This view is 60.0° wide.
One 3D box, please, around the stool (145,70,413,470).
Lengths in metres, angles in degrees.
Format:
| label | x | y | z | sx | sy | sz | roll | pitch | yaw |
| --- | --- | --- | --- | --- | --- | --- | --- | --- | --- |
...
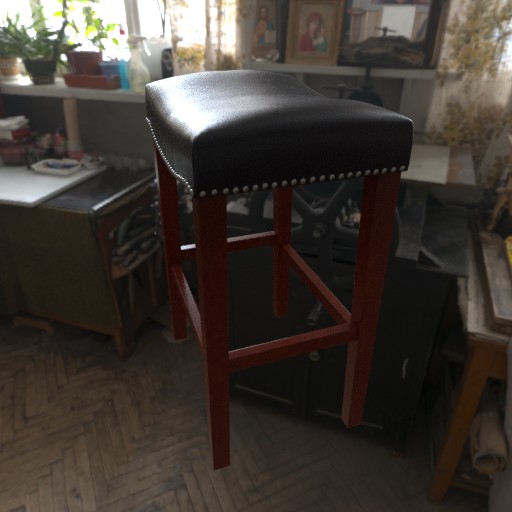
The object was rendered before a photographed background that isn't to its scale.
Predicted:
| label | x | y | z | sx | sy | sz | roll | pitch | yaw |
| --- | --- | --- | --- | --- | --- | --- | --- | --- | --- |
| stool | 0.000 | 0.000 | 1.017 | 0.372 | 0.742 | 0.504 | -10 | 31 | -17 |
